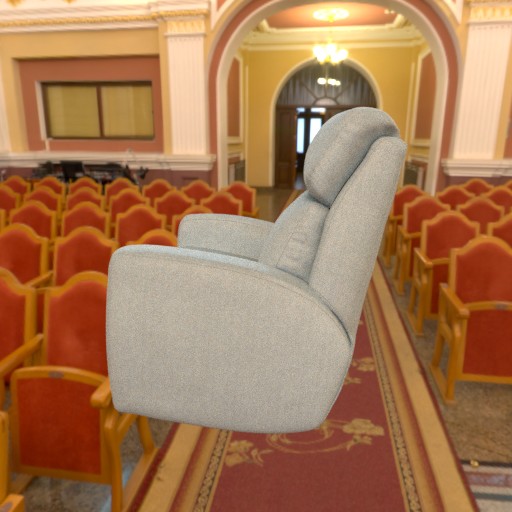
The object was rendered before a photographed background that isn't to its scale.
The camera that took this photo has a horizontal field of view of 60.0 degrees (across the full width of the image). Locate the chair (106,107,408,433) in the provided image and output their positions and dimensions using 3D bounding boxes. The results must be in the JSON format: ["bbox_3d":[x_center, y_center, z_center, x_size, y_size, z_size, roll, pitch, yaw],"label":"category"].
[{"bbox_3d":[0.000,0.000,1.637,0.940,1.016,0.794,2,15,9],"label":"chair"}]
